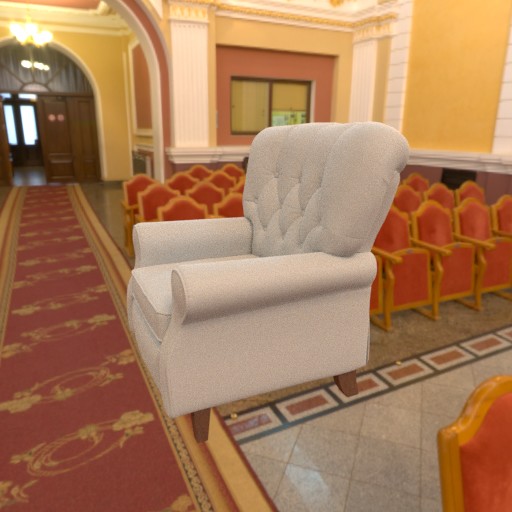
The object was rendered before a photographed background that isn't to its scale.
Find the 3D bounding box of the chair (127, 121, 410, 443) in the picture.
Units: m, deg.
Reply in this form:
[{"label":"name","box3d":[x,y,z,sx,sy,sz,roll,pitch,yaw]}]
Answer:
[{"label":"chair","box3d":[0.000,0.000,2.100,1.128,1.217,1.090,-7,18,-24]}]
